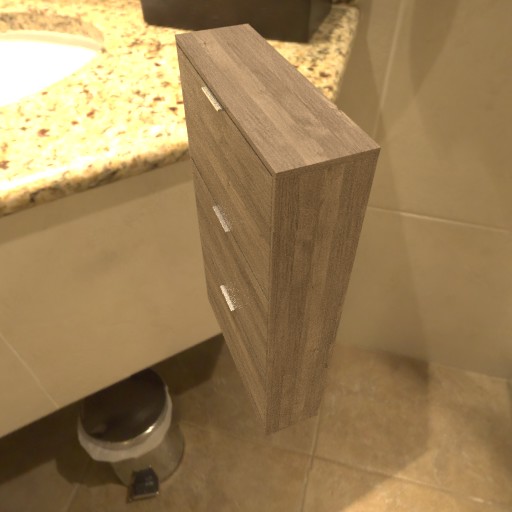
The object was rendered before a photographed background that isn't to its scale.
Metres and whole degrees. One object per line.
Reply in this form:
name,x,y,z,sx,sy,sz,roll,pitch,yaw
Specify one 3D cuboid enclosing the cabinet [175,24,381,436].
cabinet,0.000,0.000,1.579,0.250,1.280,0.750,-16,49,-15
